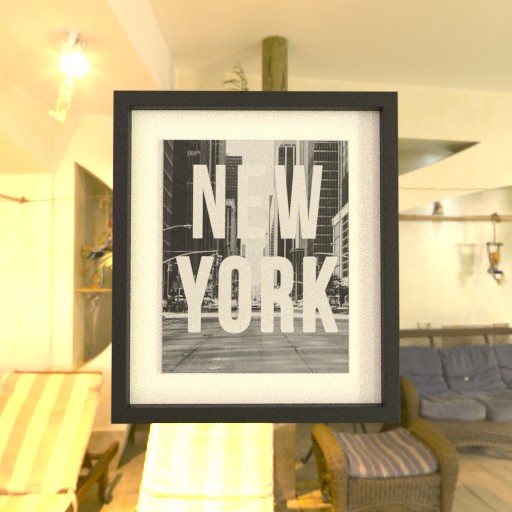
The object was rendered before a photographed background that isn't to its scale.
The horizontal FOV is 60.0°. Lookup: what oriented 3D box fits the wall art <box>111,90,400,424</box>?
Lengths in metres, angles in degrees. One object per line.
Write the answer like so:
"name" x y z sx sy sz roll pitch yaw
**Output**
"wall art" 0.000 0.000 0.520 0.328 0.381 0.028 0 -1 -1
